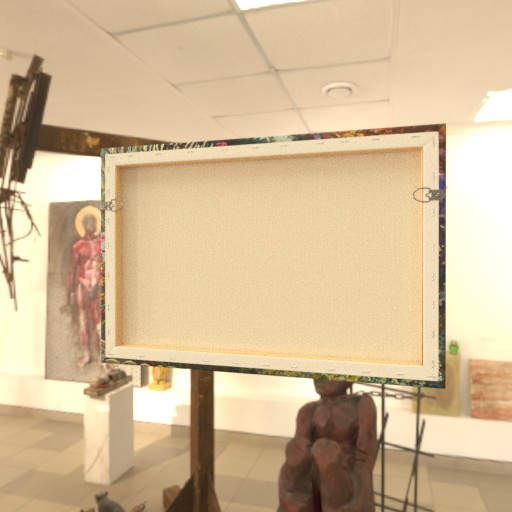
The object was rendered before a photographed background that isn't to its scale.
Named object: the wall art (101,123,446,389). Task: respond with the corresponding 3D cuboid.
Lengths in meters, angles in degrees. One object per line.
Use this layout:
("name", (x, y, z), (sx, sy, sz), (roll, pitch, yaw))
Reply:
("wall art", (0.000, 0.000, 1.435), (1.136, 0.760, 0.042), (0, 0, 16))
